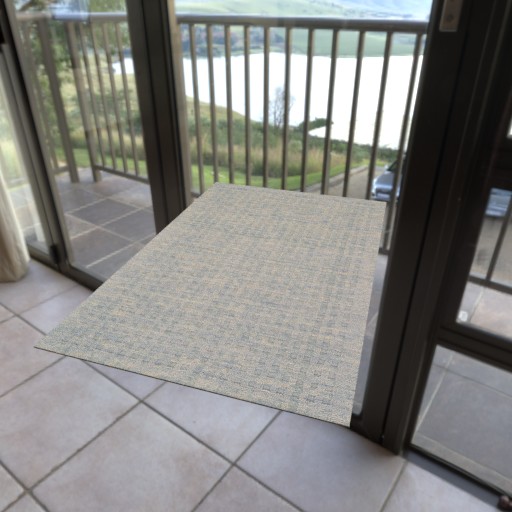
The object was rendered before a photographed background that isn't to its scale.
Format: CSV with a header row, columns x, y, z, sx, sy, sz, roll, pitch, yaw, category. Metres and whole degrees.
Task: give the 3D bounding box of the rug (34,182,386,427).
x,y,z,sx,sy,sz,roll,pitch,yaw,category
0.000,0.000,2.187,1.142,0.006,1.752,9,31,15,rug
